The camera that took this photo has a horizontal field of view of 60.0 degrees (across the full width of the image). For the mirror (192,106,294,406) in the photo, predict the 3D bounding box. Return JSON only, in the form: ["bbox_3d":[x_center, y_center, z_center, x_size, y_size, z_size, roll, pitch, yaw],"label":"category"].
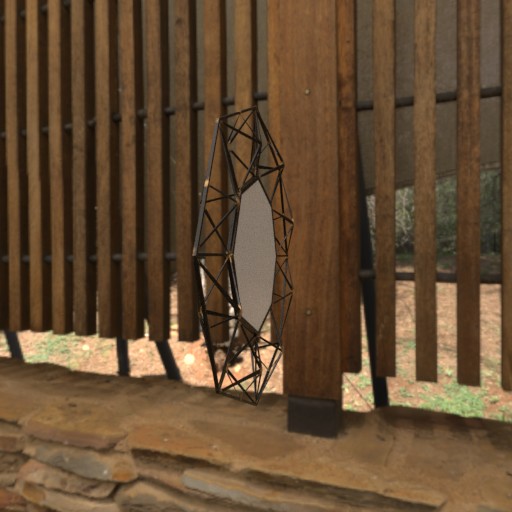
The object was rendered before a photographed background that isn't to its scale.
[{"bbox_3d":[0.000,0.000,1.049,0.094,0.710,0.710,0,0,16],"label":"mirror"}]
